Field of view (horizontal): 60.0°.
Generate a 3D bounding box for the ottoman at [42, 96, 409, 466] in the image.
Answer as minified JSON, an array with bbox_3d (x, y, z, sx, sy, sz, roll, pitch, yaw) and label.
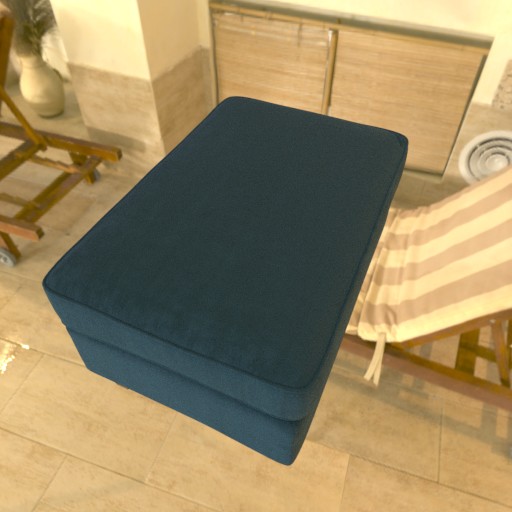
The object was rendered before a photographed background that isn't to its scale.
[{"bbox_3d":[0.000,0.000,1.192,0.583,0.484,0.862,18,49,16],"label":"ottoman"}]
